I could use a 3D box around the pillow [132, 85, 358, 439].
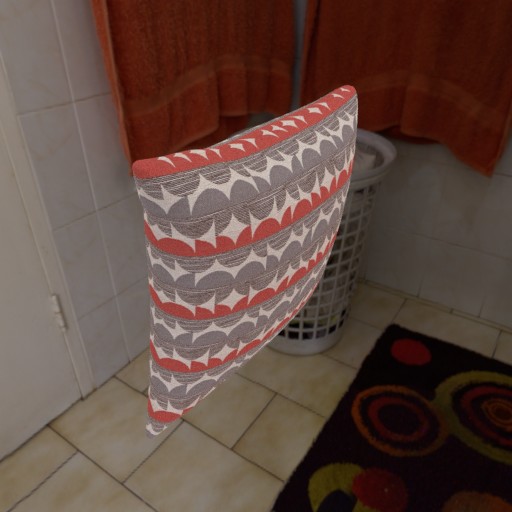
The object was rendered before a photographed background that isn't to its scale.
[{"bbox_3d":[0.000,0.000,0.633,0.180,0.410,0.420,21,38,30],"label":"pillow"}]
